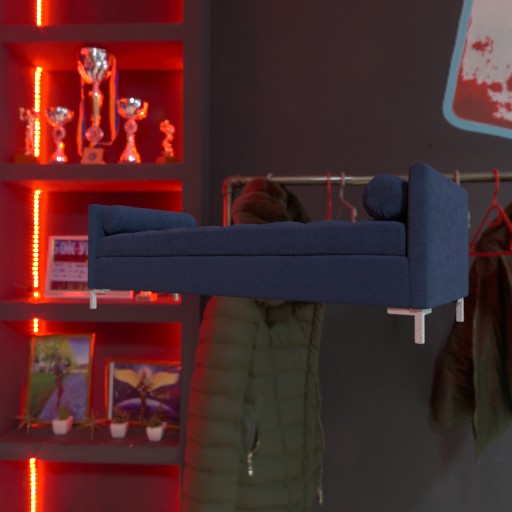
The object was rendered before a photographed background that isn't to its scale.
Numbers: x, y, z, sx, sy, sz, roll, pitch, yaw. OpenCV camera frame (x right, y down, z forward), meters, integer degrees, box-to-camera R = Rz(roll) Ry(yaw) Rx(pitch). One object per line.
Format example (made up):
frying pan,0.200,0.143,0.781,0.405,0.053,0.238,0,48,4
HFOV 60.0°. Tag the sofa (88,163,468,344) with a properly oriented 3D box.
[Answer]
sofa,0.000,0.000,2.512,2.102,0.657,0.797,0,-1,36
